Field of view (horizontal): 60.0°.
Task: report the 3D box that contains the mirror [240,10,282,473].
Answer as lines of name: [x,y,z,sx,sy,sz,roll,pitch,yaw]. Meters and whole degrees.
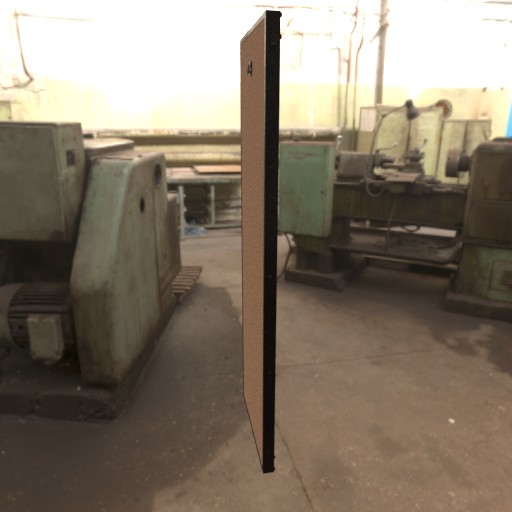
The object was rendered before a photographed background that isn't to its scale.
mirror: [0.000,0.000,1.156,0.042,1.080,0.354,-3,17,-10]
